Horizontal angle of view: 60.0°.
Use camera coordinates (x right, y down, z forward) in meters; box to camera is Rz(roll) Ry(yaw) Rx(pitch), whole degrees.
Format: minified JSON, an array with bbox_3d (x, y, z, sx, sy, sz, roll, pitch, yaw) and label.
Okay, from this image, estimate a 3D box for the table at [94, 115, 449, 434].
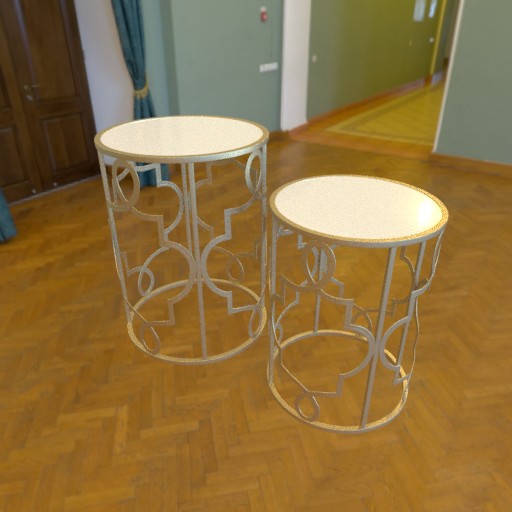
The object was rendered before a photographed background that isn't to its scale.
[{"bbox_3d":[0.000,0.000,1.126,0.846,0.564,0.420,18,34,29],"label":"table"}]
